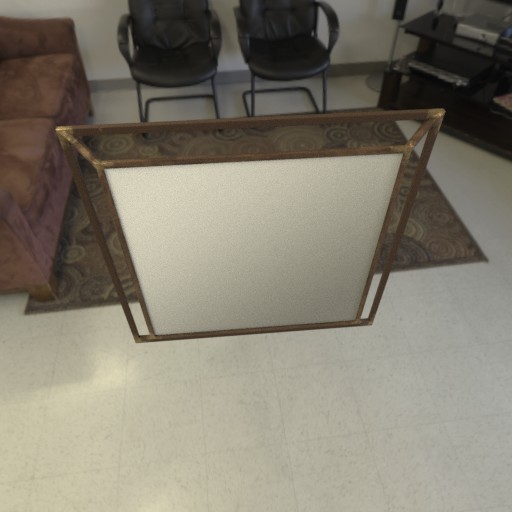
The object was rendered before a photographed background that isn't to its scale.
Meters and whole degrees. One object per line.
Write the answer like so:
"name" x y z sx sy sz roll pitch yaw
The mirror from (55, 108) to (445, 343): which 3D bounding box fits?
"mirror" 0.000 0.000 0.911 0.610 0.610 0.032 -4 48 -3
